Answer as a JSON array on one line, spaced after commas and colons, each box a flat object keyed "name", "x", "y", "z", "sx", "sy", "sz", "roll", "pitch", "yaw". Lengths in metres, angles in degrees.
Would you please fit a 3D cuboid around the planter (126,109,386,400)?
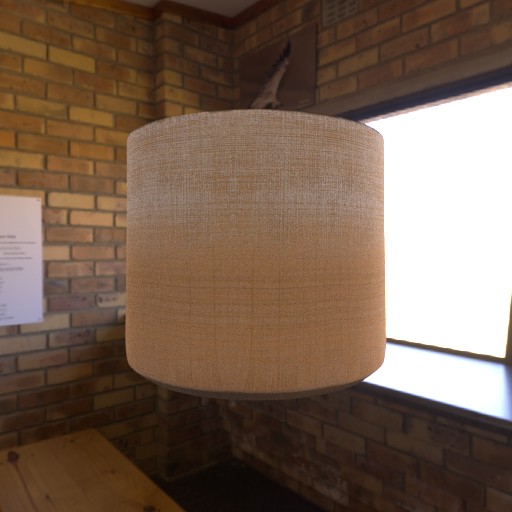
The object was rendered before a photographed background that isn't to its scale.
[{"name": "planter", "x": 0.000, "y": 0.000, "z": 0.448, "sx": 0.254, "sy": 0.221, "sz": 0.254, "roll": 0, "pitch": 1, "yaw": 0}]
